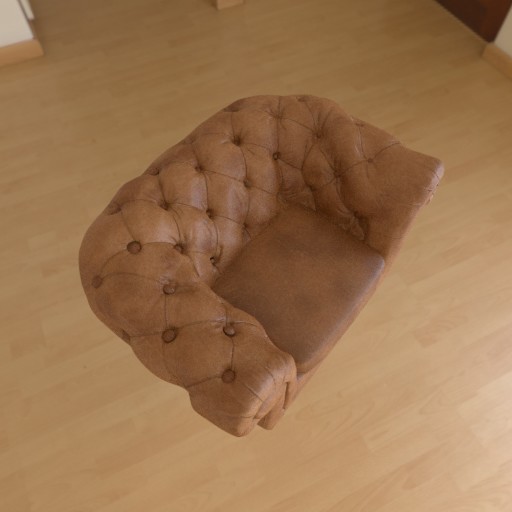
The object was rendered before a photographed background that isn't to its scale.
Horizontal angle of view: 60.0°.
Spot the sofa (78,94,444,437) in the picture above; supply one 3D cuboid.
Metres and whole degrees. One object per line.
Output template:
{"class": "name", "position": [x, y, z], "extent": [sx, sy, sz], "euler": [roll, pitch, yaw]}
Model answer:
{"class": "sofa", "position": [0.000, 0.000, 2.025], "extent": [1.033, 0.878, 1.405], "euler": [35, 64, 19]}
